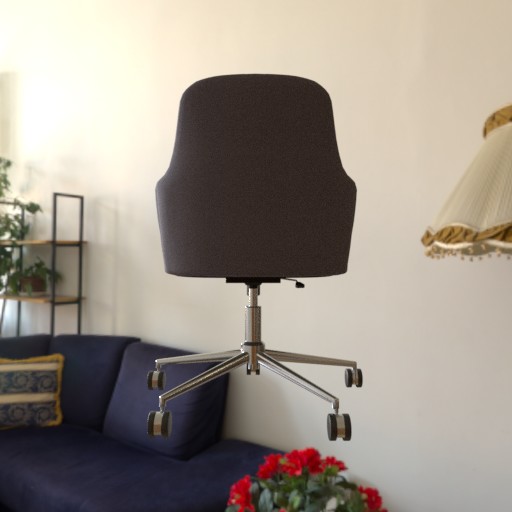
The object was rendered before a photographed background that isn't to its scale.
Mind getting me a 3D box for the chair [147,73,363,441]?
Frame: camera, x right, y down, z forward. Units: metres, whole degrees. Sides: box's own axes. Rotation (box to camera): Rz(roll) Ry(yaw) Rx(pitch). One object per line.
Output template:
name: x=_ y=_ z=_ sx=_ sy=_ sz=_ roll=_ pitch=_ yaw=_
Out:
chair: x=0.000 y=0.000 z=1.262 sx=0.655 sy=0.820 sz=0.600 roll=0 pitch=0 yaw=0
